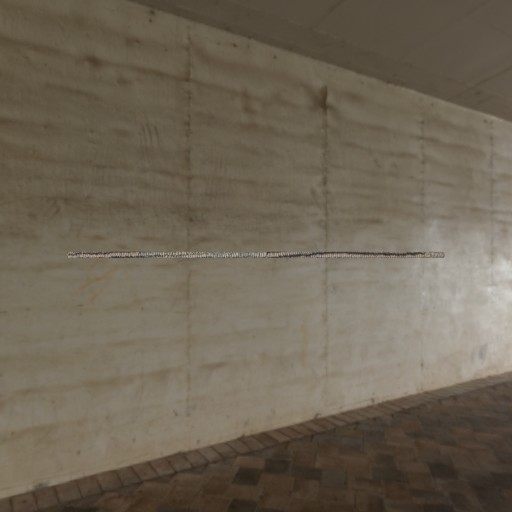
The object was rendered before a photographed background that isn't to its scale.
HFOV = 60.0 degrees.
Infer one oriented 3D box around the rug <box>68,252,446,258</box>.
[{"bbox_3d":[0.000,0.000,2.361,1.238,0.020,1.847,0,0,0],"label":"rug"}]
